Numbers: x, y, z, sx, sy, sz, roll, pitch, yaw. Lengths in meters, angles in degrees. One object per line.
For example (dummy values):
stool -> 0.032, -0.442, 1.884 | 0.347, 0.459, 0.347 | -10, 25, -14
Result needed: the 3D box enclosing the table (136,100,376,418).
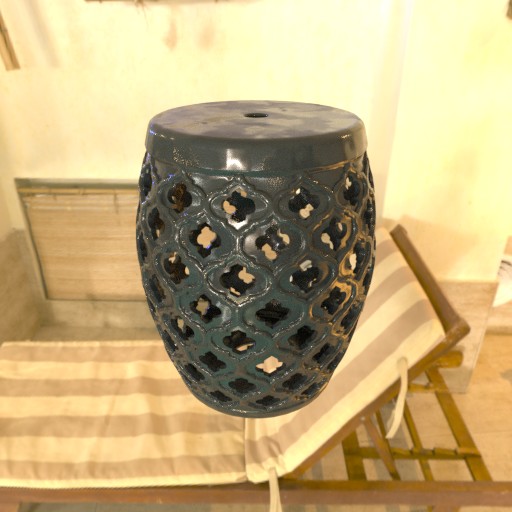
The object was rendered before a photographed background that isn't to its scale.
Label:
table -> 0.000, 0.000, 0.632 | 0.325, 0.388, 0.325 | 0, 28, 0
